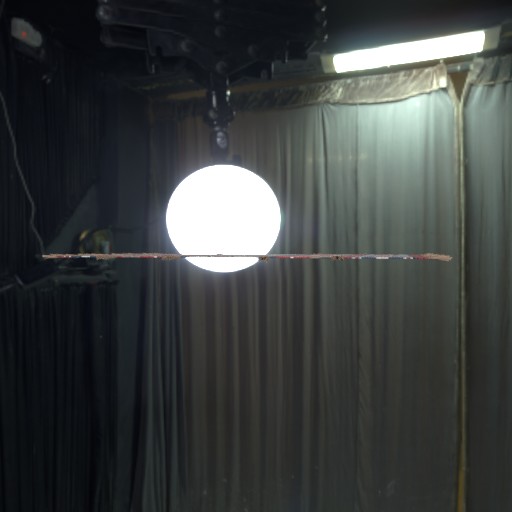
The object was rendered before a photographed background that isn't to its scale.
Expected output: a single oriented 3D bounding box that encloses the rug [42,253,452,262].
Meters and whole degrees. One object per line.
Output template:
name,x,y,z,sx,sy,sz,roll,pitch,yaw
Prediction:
rug,0.000,0.000,2.624,2.025,0.040,1.469,0,1,18
